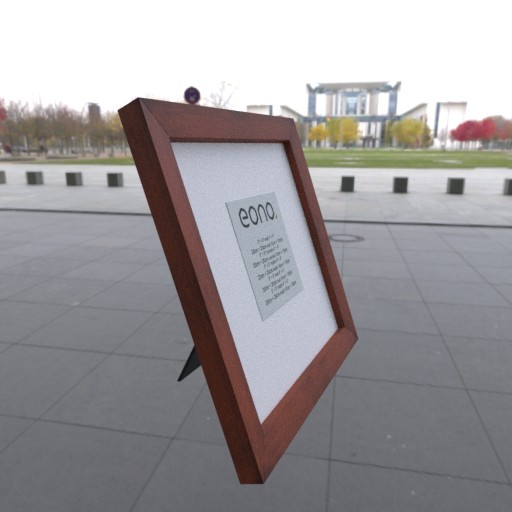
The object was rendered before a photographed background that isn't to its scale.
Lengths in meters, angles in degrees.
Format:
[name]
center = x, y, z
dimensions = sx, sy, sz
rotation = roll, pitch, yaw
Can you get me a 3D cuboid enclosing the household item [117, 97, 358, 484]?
[household item]
center = 0.000, 0.000, 0.383
dimensions = 0.131, 0.240, 0.240
rotation = 7, 16, 26
